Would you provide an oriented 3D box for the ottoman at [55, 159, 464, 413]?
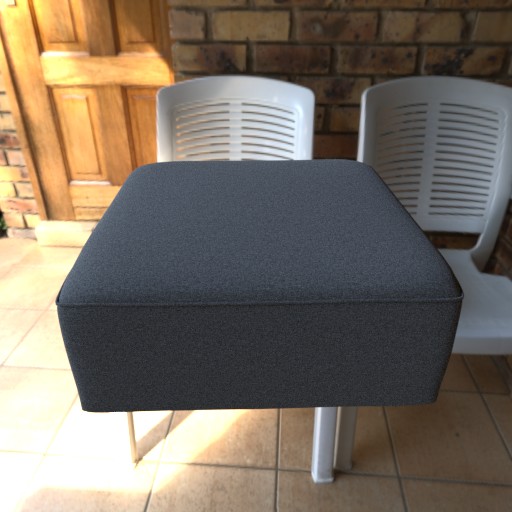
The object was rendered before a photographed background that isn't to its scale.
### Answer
[{"bbox_3d":[0.000,0.000,1.565,1.005,0.464,1.015,-1,30,-2],"label":"ottoman"}]
